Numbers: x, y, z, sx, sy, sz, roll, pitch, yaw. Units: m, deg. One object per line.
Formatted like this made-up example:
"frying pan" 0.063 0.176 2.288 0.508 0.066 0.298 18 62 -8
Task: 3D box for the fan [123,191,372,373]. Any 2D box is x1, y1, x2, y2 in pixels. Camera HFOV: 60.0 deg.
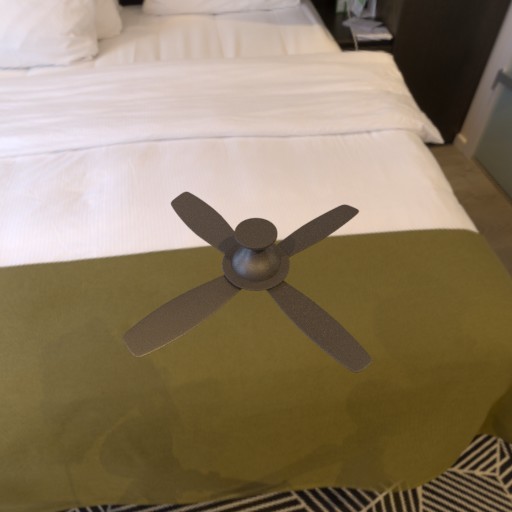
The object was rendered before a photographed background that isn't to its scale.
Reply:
"fan" 0.000 0.000 2.547 1.694 0.382 1.694 -32 55 -26
